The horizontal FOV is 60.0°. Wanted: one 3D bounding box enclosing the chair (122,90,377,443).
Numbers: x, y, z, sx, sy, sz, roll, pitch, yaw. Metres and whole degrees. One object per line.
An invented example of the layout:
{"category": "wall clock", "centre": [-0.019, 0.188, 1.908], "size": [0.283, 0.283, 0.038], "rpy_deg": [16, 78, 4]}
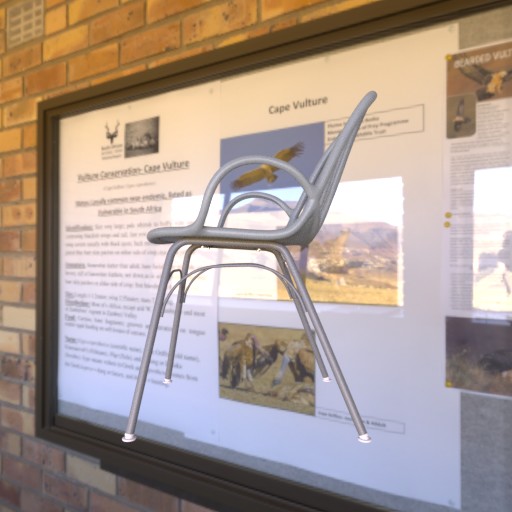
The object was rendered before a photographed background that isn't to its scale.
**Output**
{"category": "chair", "centre": [0.000, 0.000, 1.218], "size": [0.597, 0.816, 0.549], "rpy_deg": [0, -1, -1]}
